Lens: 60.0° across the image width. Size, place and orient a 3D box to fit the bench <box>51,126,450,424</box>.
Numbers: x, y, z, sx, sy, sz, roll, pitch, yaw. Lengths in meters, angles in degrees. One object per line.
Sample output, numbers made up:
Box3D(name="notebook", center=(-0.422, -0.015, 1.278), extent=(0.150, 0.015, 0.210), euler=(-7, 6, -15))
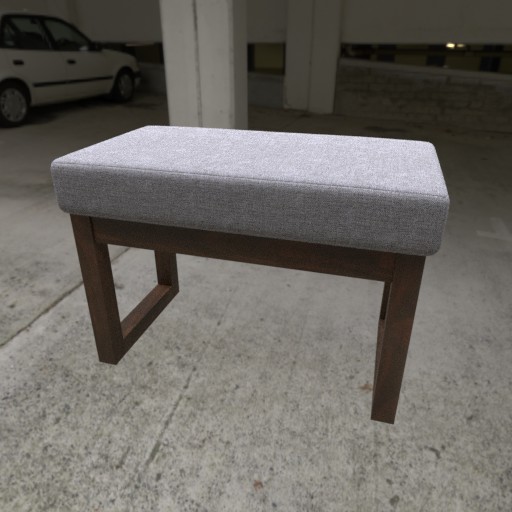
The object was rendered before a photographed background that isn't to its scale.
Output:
Box3D(name="bench", center=(0.000, 0.000, 0.960), extent=(0.681, 0.467, 0.366), euler=(7, 28, 15))
